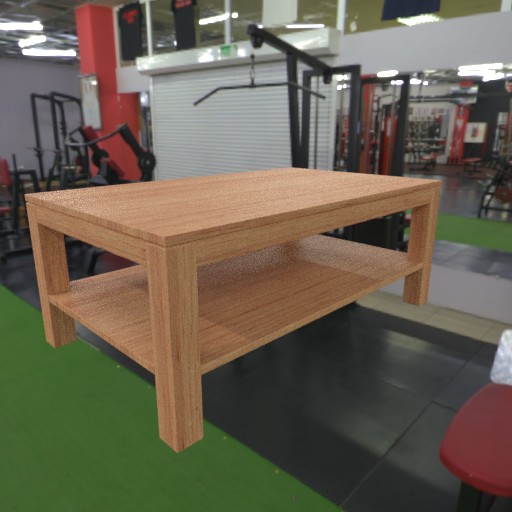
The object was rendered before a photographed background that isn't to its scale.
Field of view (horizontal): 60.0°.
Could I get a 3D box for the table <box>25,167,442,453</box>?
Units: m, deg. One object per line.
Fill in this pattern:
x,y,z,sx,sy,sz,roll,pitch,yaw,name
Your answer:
0.000,0.000,1.463,0.695,0.457,1.146,16,23,43,table
